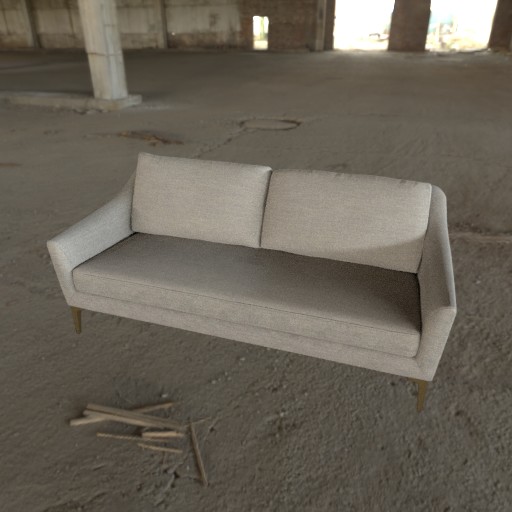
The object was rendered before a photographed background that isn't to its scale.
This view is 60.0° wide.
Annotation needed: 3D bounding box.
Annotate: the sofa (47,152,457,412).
[{"bbox_3d":[0.000,0.000,2.529,2.036,0.913,0.980,9,29,16],"label":"sofa"}]
